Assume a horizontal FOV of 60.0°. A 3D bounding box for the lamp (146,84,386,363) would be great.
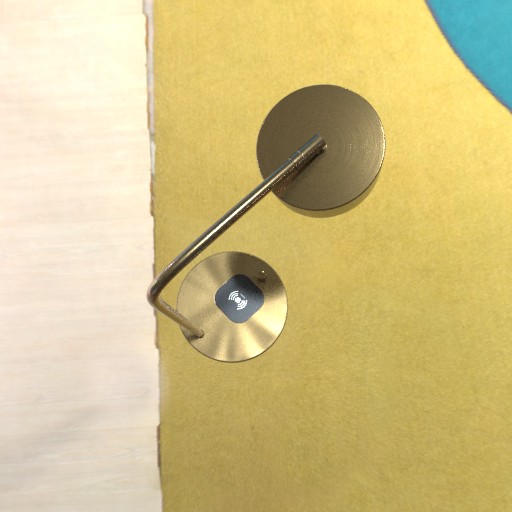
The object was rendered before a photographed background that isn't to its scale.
[{"bbox_3d":[0.000,0.000,0.526,0.270,0.380,0.171,-42,79,-10],"label":"lamp"}]
